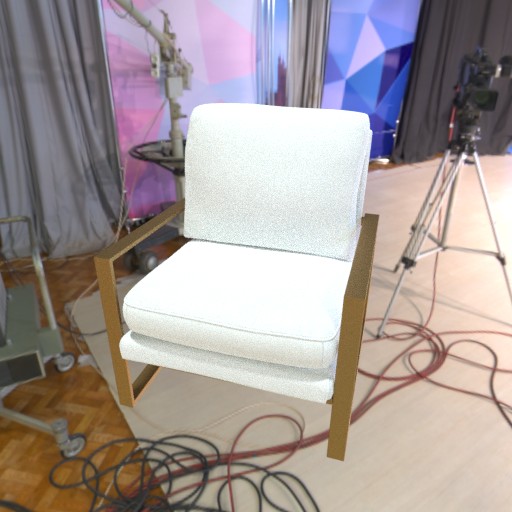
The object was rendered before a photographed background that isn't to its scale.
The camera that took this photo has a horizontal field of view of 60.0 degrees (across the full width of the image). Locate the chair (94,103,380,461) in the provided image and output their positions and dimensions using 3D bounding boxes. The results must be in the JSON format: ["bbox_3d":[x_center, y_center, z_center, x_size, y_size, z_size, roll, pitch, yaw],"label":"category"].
[{"bbox_3d":[0.000,0.000,1.585,0.805,0.966,0.813,8,28,15],"label":"chair"}]
